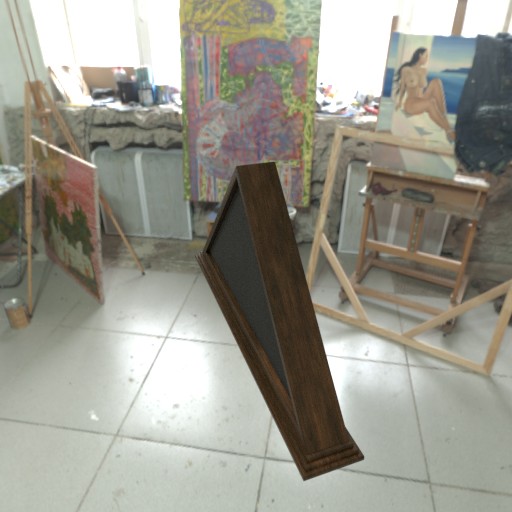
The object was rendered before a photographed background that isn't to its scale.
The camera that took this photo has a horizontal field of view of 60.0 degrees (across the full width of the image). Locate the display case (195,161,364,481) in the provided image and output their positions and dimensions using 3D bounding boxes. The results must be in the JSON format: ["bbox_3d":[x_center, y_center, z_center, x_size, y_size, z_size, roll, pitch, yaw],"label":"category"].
[{"bbox_3d":[0.000,0.000,0.791,0.095,0.340,0.640,-10,32,-17],"label":"display case"}]
